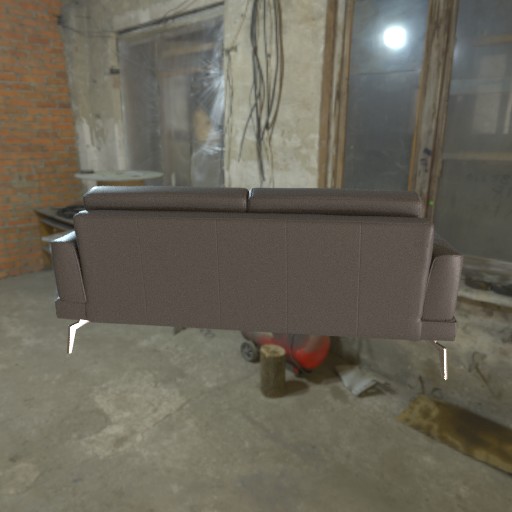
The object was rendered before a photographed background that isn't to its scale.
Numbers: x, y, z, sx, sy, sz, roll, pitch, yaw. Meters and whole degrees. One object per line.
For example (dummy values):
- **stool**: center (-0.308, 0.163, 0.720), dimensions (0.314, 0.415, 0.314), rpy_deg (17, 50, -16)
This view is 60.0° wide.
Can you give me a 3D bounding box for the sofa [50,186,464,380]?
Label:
- **sofa**: center (0.000, 0.000, 2.767), dimensions (2.177, 0.930, 1.121), rpy_deg (2, 15, 7)
